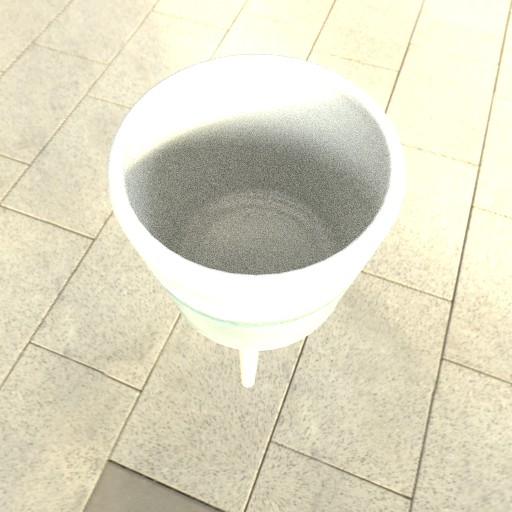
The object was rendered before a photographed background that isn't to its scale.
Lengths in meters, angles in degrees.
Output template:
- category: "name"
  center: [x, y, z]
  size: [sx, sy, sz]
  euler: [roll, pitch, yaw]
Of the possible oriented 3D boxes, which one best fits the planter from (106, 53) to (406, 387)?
- category: "planter"
  center: [0.000, 0.000, 0.572]
  size: [0.265, 0.404, 0.265]
  euler: [17, 64, 8]
